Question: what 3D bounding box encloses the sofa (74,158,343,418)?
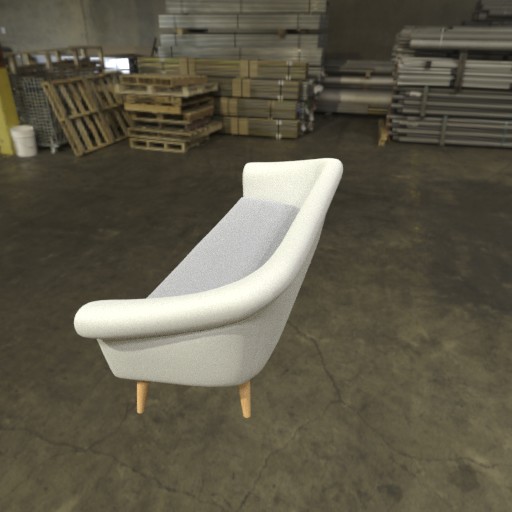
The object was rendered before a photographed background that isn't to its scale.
[{"bbox_3d":[0.000,0.000,2.545,0.827,0.795,2.160,8,28,15],"label":"sofa"}]
